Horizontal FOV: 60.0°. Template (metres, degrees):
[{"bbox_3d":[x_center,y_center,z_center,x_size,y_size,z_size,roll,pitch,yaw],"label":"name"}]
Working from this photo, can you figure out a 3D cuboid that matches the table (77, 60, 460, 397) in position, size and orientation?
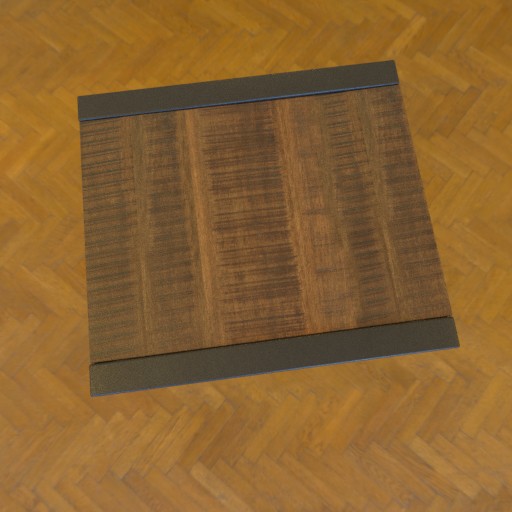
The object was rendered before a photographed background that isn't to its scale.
[{"bbox_3d":[0.000,0.000,0.908,0.500,0.550,0.449,-7,77,-2],"label":"table"}]
